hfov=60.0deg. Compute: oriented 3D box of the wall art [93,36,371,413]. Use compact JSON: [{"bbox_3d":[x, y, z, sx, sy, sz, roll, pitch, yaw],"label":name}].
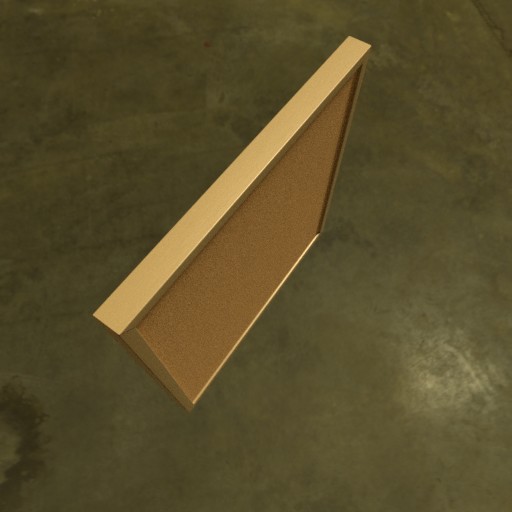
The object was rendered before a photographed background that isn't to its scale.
[{"bbox_3d":[0.000,0.000,0.750,0.036,0.509,0.509,32,67,15],"label":"wall art"}]
